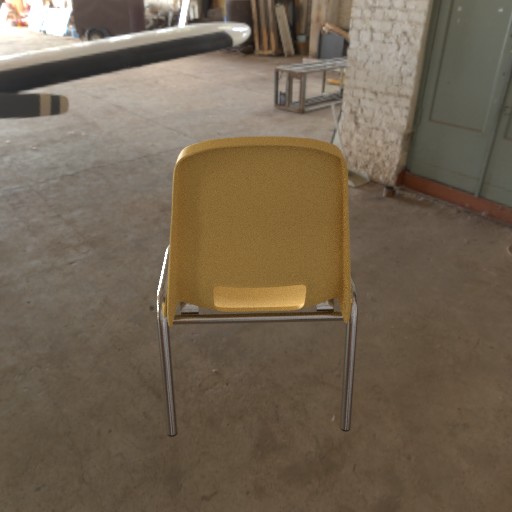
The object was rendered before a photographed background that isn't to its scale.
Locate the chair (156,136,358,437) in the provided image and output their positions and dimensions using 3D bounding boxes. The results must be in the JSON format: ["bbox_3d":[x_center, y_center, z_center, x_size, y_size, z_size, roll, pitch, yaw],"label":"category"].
[{"bbox_3d":[0.000,0.000,0.800,0.354,0.536,0.385,-1,31,-2],"label":"chair"}]
